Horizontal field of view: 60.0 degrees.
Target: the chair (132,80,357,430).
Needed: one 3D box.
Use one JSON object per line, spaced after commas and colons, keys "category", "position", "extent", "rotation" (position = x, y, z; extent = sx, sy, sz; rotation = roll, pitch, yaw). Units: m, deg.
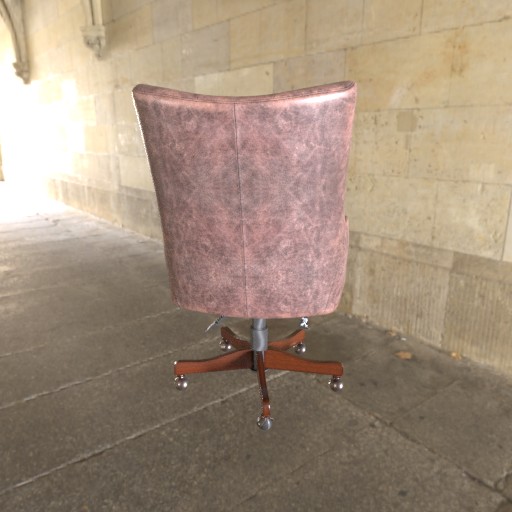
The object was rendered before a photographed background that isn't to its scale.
{"category": "chair", "position": [0.000, 0.000, 1.488], "extent": [0.641, 1.035, 0.762], "rotation": [2, 15, 7]}
